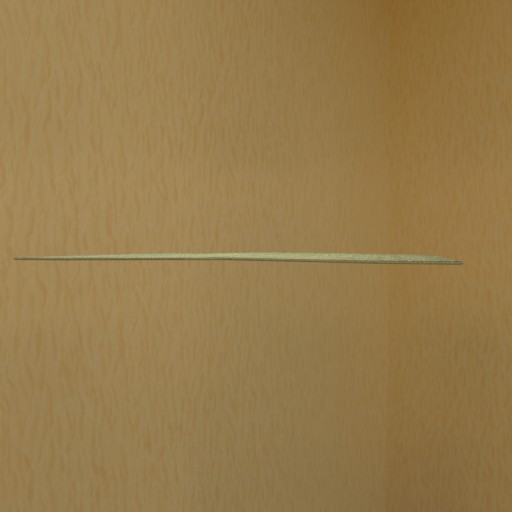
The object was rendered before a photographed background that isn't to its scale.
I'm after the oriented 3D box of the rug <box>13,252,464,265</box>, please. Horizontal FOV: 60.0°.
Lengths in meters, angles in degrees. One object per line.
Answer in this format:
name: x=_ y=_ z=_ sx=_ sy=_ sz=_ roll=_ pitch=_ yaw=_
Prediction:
rug: x=0.000 y=0.000 z=4.162 sx=3.237 sy=0.046 sz=2.461 roll=0 pitch=1 yaw=17
